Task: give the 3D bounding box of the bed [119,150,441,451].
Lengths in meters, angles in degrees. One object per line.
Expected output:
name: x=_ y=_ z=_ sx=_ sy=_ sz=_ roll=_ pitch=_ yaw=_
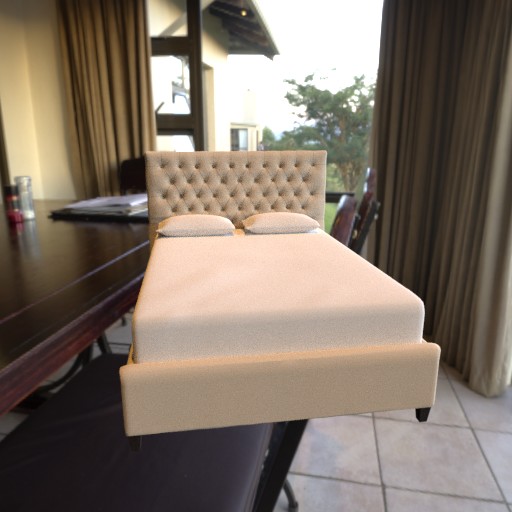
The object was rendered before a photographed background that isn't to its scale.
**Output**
bed: x=0.000 y=0.000 z=3.236 sx=1.696 sy=1.426 sz=2.233 roll=-2 pitch=15 yaw=-8
